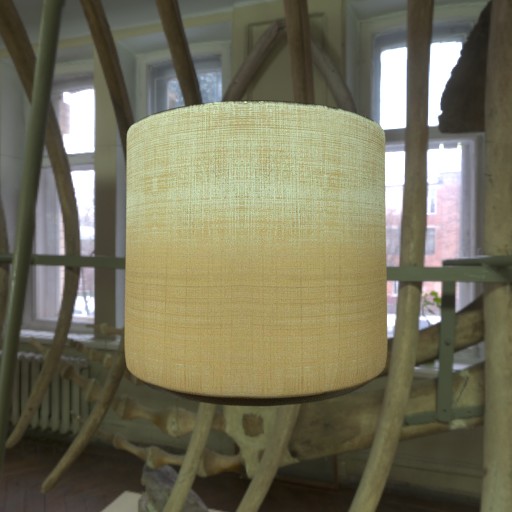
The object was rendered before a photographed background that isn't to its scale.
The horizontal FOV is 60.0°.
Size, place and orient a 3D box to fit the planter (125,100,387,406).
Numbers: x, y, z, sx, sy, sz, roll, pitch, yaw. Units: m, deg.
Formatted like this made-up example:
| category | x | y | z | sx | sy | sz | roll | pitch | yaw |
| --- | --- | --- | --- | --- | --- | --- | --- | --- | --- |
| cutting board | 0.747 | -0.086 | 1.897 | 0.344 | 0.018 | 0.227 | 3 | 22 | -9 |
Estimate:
| category | x | y | z | sx | sy | sz | roll | pitch | yaw |
| --- | --- | --- | --- | --- | --- | --- | --- | --- | --- |
| planter | 0.000 | 0.000 | 0.388 | 0.221 | 0.201 | 0.221 | 0 | 0 | 0 |
